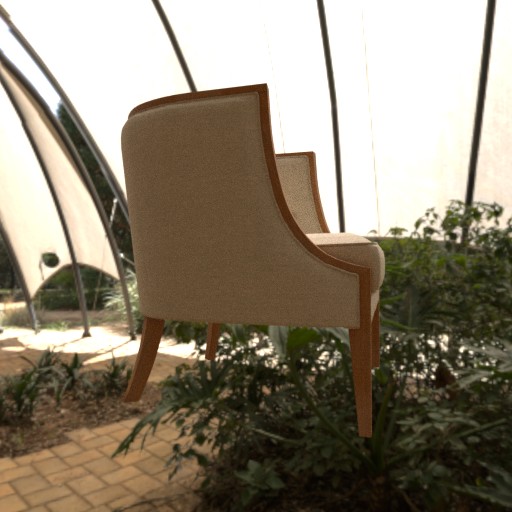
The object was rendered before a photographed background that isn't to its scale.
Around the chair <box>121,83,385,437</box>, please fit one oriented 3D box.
[{"bbox_3d":[0.000,0.000,1.361,0.757,0.775,0.711,0,-1,17],"label":"chair"}]
